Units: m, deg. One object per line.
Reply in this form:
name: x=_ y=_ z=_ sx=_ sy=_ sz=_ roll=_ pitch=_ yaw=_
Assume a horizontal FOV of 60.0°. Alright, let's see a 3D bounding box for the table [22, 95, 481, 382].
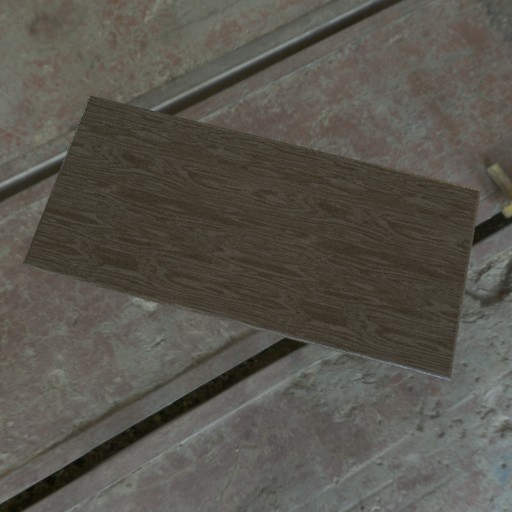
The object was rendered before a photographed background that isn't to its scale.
table: x=0.000 y=0.000 z=1.733 sx=1.300 sy=0.780 sz=0.599 roll=15 pitch=77 yaw=3
